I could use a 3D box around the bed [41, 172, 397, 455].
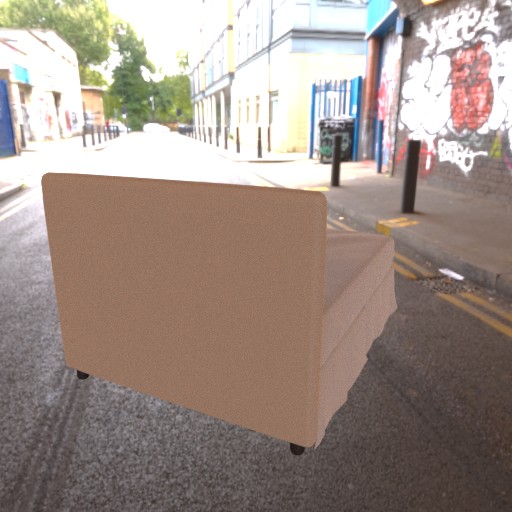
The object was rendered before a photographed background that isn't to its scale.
[{"bbox_3d":[0.000,0.000,3.225,1.748,1.330,2.142,8,19,26],"label":"bed"}]
